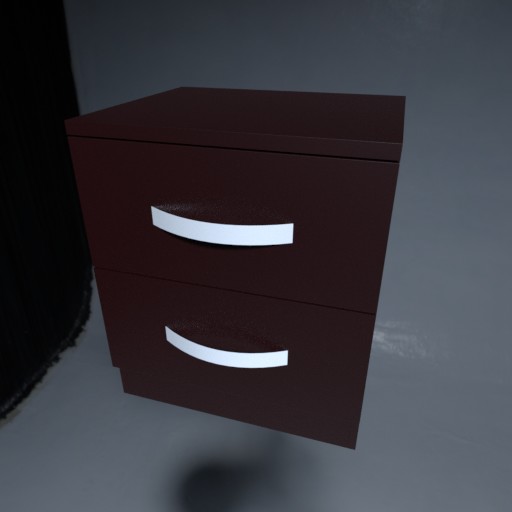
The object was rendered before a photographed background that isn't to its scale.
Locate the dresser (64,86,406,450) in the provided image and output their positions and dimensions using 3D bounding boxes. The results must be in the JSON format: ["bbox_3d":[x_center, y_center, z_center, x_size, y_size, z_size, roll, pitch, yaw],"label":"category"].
[{"bbox_3d":[0.000,0.000,0.732,0.400,0.470,0.360,8,29,15],"label":"dresser"}]
